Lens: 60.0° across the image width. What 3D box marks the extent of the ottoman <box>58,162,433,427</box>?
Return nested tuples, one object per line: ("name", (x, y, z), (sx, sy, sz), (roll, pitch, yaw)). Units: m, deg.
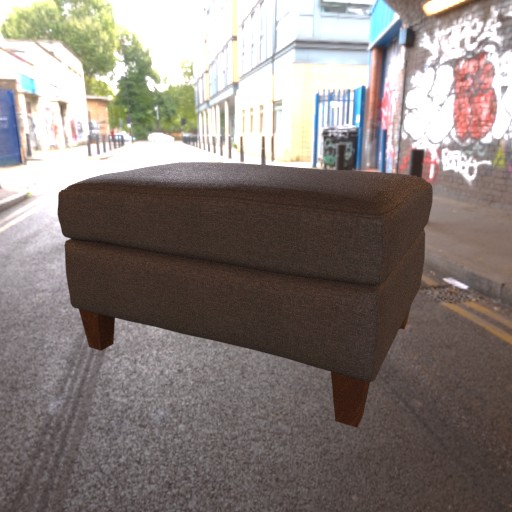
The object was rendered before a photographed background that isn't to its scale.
("ottoman", (0.000, 0.000, 1.219), (0.826, 0.496, 0.639), (8, 18, 26))
